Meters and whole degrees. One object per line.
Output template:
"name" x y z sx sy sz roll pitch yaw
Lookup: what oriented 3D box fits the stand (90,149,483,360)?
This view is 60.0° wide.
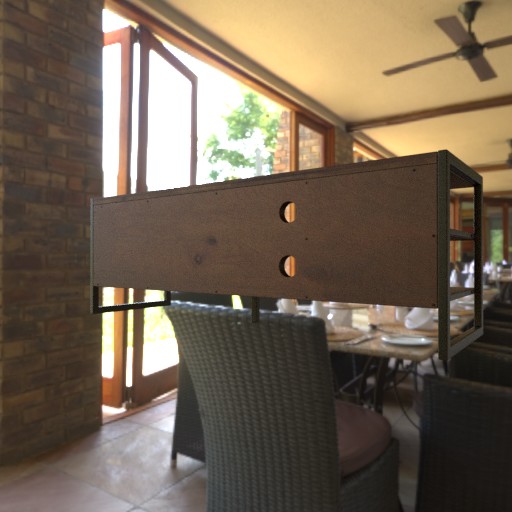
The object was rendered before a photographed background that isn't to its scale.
"stand" 0.000 0.000 1.683 1.480 0.506 0.454 0 0 37
